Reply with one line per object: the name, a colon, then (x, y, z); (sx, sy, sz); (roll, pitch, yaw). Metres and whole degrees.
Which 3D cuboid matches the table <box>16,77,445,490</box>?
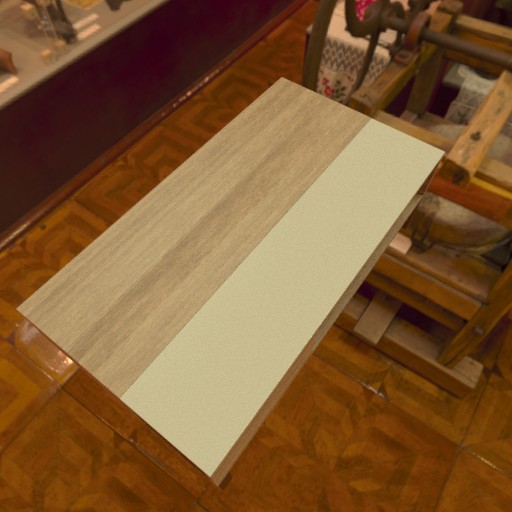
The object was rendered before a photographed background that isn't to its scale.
table: (0.000, 0.000, 1.339); (0.600, 0.350, 1.100); (32, 63, 19)
